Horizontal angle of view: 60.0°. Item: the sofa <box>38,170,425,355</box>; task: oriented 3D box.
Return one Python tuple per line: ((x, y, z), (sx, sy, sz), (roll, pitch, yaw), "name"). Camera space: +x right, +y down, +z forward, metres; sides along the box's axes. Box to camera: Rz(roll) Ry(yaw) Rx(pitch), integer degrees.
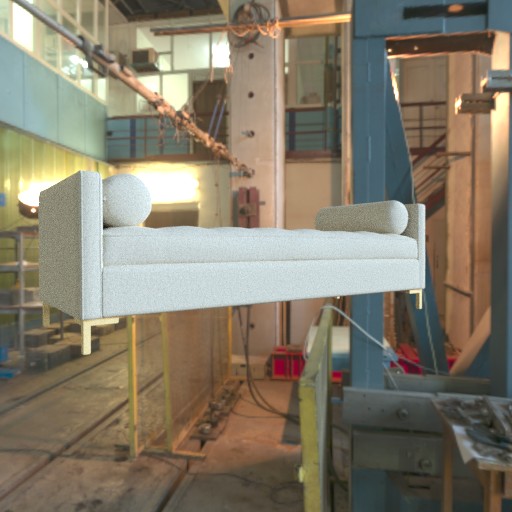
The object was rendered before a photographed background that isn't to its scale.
((0.000, 0.000, 2.346), (1.985, 0.641, 0.746), (-1, 1, -36), "sofa")
